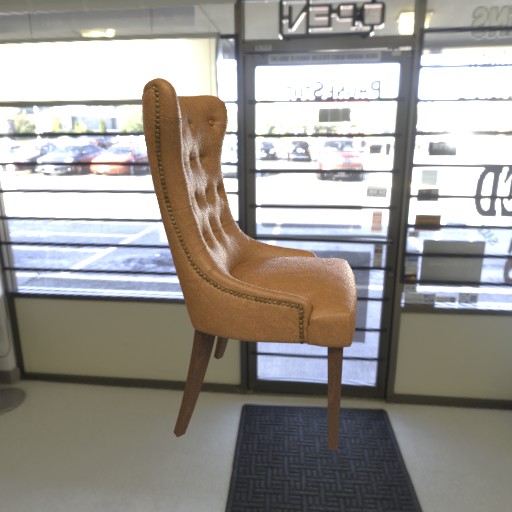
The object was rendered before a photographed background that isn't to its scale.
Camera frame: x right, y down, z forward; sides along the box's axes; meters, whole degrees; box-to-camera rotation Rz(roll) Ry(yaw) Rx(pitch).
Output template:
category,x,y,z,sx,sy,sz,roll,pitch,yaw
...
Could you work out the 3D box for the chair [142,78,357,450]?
category,x,y,z,sx,sy,sz,roll,pitch,yaw
chair,0.000,0.000,1.487,0.669,1.065,0.611,2,15,9
